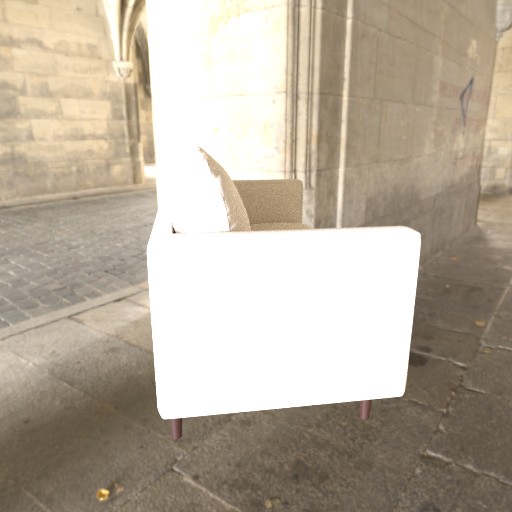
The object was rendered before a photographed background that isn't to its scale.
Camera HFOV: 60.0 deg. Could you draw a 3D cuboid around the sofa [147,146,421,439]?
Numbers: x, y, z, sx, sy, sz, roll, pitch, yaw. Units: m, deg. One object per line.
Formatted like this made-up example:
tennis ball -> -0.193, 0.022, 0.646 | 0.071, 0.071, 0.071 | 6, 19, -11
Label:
sofa -> 0.000, 0.000, 1.932 | 0.796, 0.908, 1.430 | -2, 16, -9
